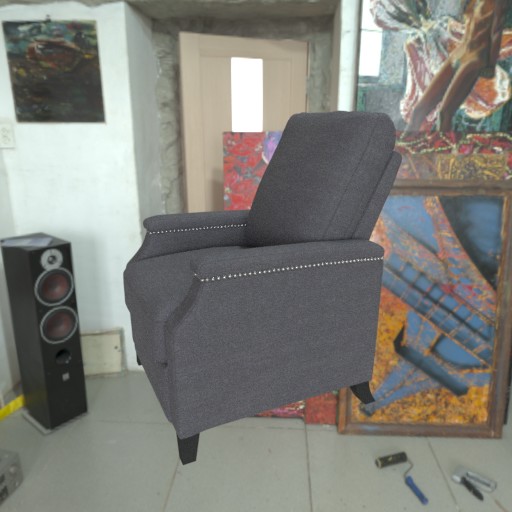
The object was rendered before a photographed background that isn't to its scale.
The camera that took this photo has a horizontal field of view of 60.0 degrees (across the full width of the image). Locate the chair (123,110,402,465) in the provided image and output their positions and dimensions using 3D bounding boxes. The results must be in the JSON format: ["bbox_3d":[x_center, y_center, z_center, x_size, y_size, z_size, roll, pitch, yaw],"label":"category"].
[{"bbox_3d":[0.000,0.000,1.676,0.922,1.049,0.710,-8,18,-25],"label":"chair"}]
